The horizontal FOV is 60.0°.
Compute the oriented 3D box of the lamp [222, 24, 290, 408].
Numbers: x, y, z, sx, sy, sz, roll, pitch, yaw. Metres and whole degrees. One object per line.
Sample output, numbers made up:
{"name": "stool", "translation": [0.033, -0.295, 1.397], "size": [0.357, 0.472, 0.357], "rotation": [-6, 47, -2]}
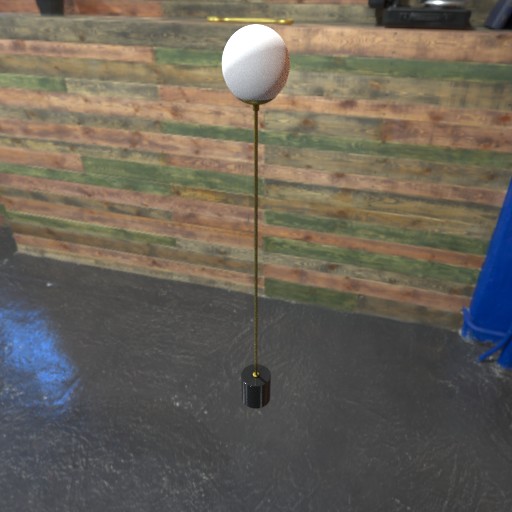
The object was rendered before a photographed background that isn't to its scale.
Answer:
{"name": "lamp", "translation": [0.000, 0.000, 1.885], "size": [0.229, 1.748, 0.229], "rotation": [10, 33, 15]}
